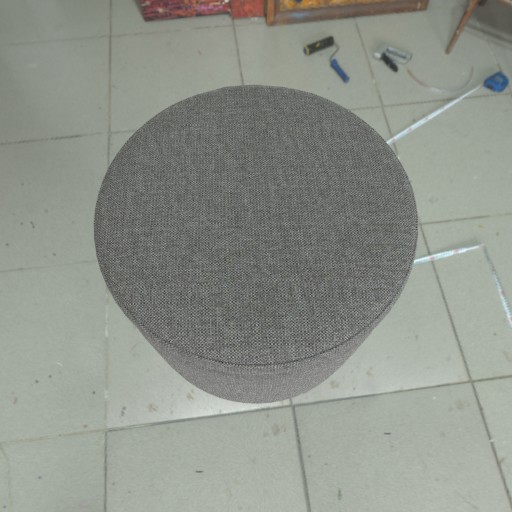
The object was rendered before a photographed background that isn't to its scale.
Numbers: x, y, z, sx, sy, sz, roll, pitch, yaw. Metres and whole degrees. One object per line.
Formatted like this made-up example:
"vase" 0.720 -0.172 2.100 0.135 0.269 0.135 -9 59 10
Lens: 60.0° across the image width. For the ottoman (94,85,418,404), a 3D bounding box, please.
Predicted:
"ottoman" 0.000 0.000 0.877 0.520 0.430 0.520 0 65 0
